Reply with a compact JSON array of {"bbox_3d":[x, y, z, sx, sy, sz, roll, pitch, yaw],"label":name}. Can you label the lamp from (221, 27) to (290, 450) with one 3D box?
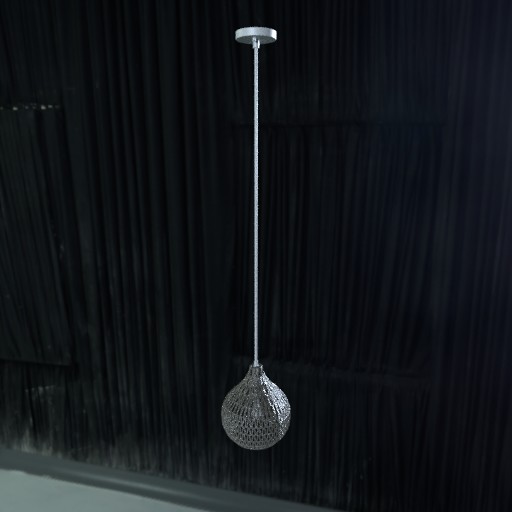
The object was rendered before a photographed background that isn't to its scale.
[{"bbox_3d":[0.000,0.000,2.078,0.355,1.919,0.355,2,15,9],"label":"lamp"}]
